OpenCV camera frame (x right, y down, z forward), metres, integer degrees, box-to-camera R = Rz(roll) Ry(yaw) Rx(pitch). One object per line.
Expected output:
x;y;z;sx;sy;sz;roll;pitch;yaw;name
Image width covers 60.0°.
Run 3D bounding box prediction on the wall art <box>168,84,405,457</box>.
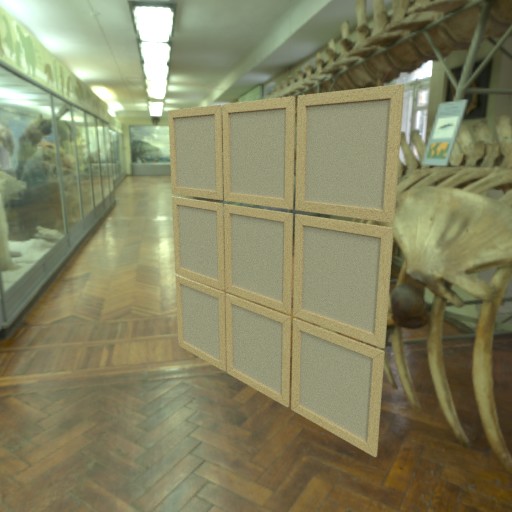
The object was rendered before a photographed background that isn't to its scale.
0.000;0.000;2.269;0.014;1.507;1.519;-12;18;-41;wall art
